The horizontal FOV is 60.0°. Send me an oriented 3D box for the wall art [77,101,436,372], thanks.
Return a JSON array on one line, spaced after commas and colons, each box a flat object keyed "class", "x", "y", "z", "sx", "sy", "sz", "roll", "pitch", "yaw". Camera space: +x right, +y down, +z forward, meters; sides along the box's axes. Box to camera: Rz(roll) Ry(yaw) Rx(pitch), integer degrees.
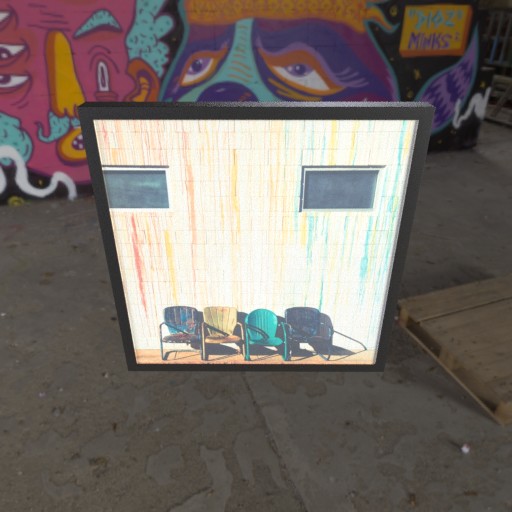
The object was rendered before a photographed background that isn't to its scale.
[{"class": "wall art", "x": 0.000, "y": 0.000, "z": 0.767, "sx": 0.506, "sy": 0.506, "sz": 0.037, "roll": 0, "pitch": 30, "yaw": 0}]
